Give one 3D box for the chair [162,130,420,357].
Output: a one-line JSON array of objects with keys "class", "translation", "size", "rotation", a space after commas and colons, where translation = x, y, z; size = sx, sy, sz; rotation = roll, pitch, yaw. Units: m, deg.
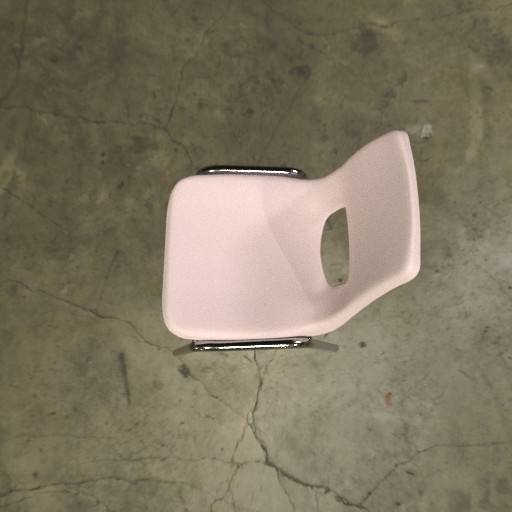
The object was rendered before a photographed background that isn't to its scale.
[{"class": "chair", "translation": [0.000, 0.000, 0.898], "size": [0.436, 0.653, 0.381], "rotation": [0, 76, 0]}]
